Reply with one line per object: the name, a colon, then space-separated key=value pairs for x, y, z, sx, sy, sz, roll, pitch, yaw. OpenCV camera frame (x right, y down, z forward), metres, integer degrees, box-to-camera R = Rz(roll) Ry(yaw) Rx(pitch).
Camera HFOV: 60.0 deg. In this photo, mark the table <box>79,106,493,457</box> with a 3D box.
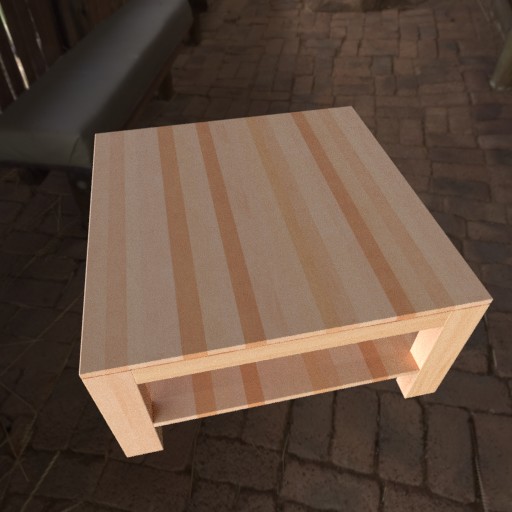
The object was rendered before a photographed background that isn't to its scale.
table: x=0.000 y=0.000 z=1.397 sx=0.900 sy=0.450 sz=0.900 roll=-9 pitch=47 yaw=-8
